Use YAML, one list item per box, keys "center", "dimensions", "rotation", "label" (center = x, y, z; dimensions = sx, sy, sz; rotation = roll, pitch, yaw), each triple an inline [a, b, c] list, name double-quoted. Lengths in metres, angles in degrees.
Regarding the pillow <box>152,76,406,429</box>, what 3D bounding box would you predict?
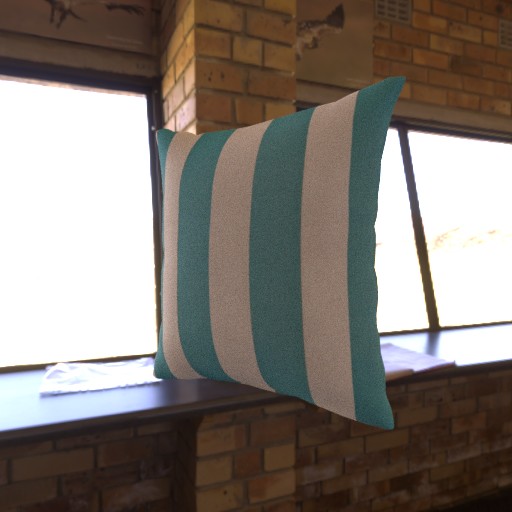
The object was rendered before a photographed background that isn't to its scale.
- center: [0.000, 0.000, 0.800]
  dimensions: [0.536, 0.526, 0.189]
  rotation: [1, 1, 35]
  label: "pillow"
